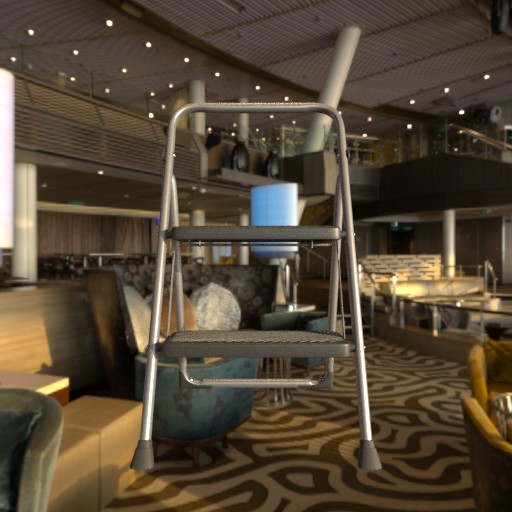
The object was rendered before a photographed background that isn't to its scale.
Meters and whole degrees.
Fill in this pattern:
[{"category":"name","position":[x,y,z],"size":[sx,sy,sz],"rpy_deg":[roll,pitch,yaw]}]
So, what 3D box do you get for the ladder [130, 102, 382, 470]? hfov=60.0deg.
[{"category":"ladder","position":[0.000,0.000,0.979],"size":[0.430,0.720,0.472],"rpy_deg":[0,0,0]}]
